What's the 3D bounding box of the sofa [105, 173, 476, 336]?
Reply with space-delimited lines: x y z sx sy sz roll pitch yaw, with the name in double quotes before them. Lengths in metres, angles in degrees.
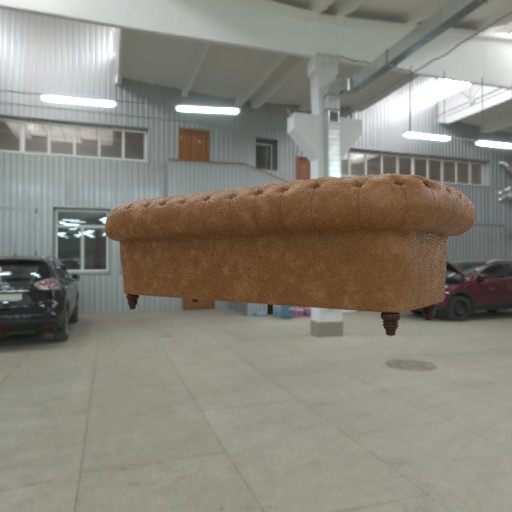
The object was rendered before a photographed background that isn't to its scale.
"sofa" 0.000 0.000 2.795 2.365 0.760 0.989 0 -1 36
